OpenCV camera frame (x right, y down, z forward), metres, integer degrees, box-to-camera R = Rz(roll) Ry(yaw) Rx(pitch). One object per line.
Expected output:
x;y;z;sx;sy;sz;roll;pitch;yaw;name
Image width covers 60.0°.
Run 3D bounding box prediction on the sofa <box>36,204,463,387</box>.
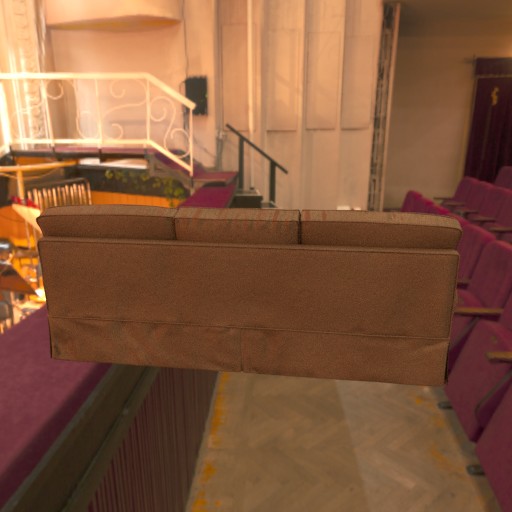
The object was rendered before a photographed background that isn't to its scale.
0.000;0.000;3.334;2.475;0.978;1.733;2;16;7;sofa
